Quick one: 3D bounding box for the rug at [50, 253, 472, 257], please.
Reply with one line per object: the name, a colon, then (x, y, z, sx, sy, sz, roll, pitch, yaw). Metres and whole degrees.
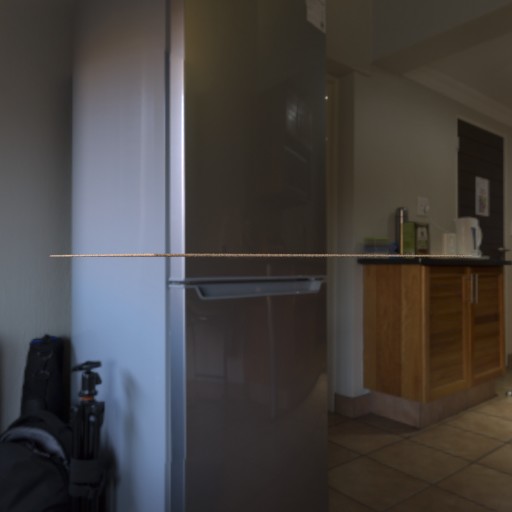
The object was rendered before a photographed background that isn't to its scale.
rug: (0.000, 0.000, 4.040, 3.048, 0.013, 2.439, 0, 0, -36)
